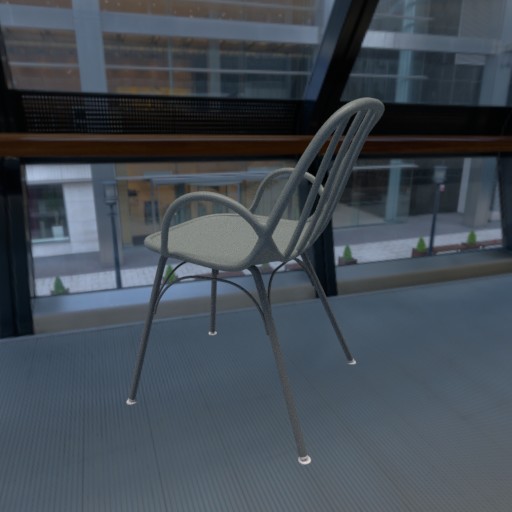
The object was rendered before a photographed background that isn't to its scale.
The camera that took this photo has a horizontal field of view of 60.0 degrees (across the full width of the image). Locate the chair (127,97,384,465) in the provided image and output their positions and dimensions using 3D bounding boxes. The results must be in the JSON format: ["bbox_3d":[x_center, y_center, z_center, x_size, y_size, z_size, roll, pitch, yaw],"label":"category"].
[{"bbox_3d":[0.000,0.000,1.229,0.597,0.816,0.549,8,19,23],"label":"chair"}]
